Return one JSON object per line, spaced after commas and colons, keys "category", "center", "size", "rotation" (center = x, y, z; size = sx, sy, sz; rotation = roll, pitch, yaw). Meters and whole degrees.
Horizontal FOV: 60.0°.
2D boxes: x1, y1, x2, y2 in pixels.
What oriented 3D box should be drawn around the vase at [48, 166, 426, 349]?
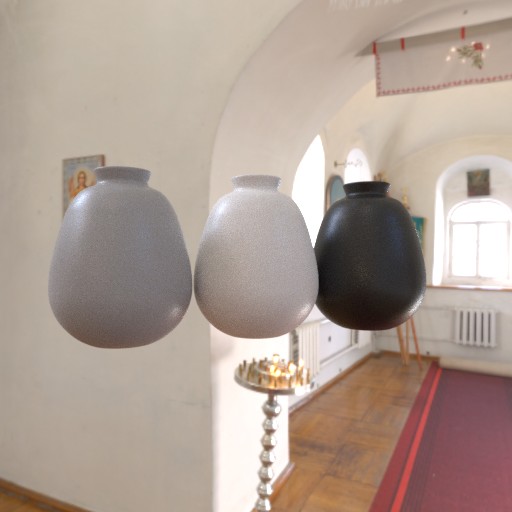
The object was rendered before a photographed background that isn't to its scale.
{"category": "vase", "center": [0.000, 0.000, 0.348], "size": [0.297, 0.122, 0.097], "rotation": [0, 1, -19]}
